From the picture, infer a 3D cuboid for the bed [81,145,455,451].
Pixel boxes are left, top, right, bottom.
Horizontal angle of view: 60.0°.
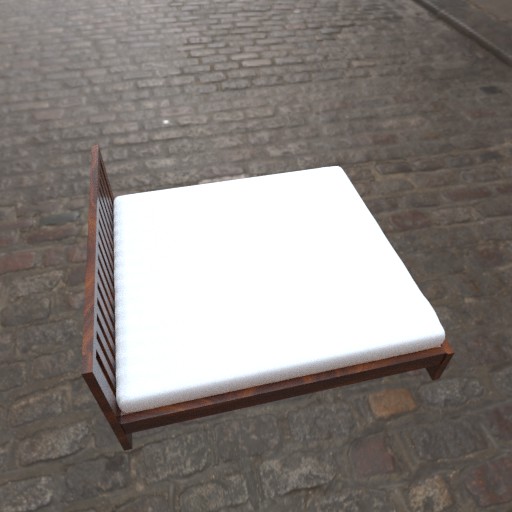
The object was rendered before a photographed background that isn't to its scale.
[{"bbox_3d":[0.000,0.000,3.084,2.030,0.890,1.905,-10,47,-9],"label":"bed"}]
